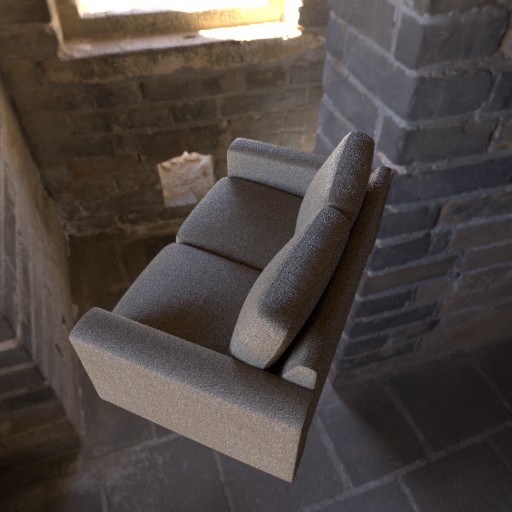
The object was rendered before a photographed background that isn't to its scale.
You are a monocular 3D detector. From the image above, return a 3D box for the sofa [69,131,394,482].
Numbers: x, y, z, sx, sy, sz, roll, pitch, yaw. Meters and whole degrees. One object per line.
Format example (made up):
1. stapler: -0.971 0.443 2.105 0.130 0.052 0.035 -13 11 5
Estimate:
1. sofa: 0.000 0.000 2.211 1.016 0.873 1.616 17 48 16
